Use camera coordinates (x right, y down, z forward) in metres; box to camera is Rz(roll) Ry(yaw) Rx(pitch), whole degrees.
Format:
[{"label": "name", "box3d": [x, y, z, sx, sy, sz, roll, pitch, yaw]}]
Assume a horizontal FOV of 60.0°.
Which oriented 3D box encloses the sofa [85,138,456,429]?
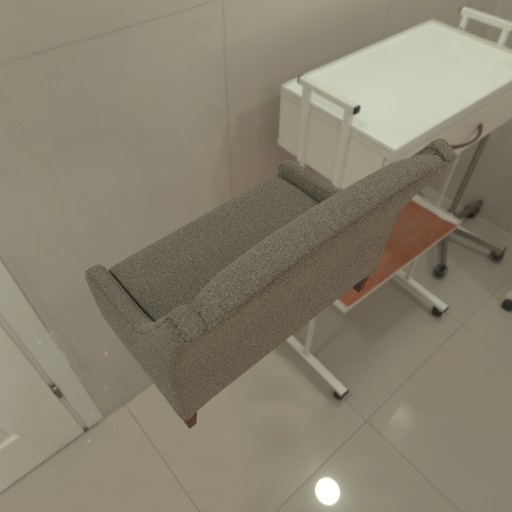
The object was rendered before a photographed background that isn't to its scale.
[{"label": "sofa", "box3d": [0.000, 0.000, 1.923, 1.242, 1.026, 0.862, -33, 56, -26]}]
